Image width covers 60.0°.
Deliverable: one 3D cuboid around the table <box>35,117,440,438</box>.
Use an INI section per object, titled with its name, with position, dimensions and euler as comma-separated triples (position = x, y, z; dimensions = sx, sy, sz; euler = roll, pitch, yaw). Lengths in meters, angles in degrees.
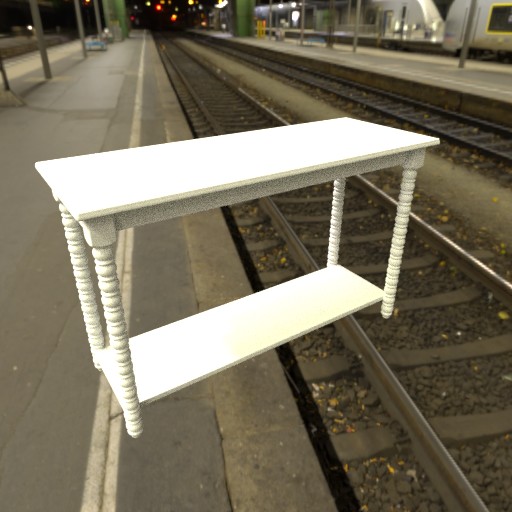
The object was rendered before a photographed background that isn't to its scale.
[table]
position = 0.000, 0.000, 1.528
dimensions = 1.184, 0.740, 0.459
euler = -17, 32, -29
